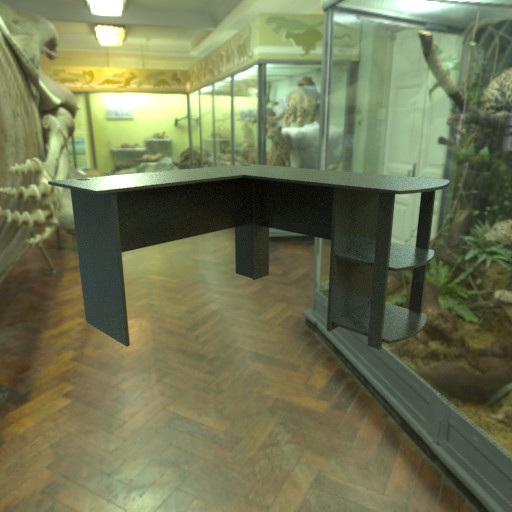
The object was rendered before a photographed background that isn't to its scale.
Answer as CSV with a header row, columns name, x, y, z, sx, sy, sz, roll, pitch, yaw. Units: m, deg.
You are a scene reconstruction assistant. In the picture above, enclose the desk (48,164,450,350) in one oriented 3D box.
name,x,y,z,sx,sy,sz,roll,pitch,yaw
desk,0.000,0.000,2.114,1.361,0.716,1.303,15,22,41
